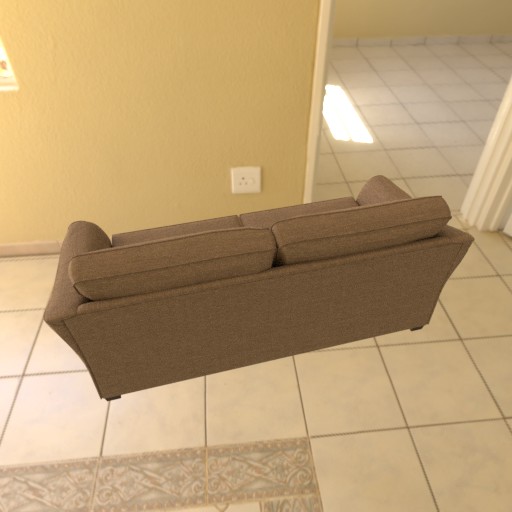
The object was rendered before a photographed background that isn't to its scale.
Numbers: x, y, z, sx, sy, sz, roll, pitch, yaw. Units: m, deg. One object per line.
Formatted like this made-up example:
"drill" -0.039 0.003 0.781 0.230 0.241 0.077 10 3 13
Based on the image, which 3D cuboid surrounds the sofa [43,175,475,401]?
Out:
"sofa" 0.000 0.000 2.738 2.270 0.965 0.980 -10 43 -11
